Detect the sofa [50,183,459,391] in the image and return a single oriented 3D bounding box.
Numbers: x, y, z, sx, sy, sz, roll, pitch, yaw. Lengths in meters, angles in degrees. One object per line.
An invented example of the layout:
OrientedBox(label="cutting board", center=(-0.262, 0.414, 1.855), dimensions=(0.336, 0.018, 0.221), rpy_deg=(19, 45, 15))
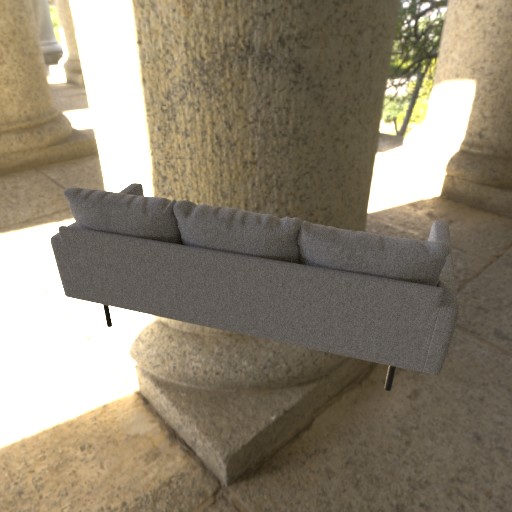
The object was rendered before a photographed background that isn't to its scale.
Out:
OrientedBox(label="sofa", center=(0.000, 0.000, 2.471), dimensions=(2.000, 0.830, 0.850), rpy_deg=(9, 32, 15))
